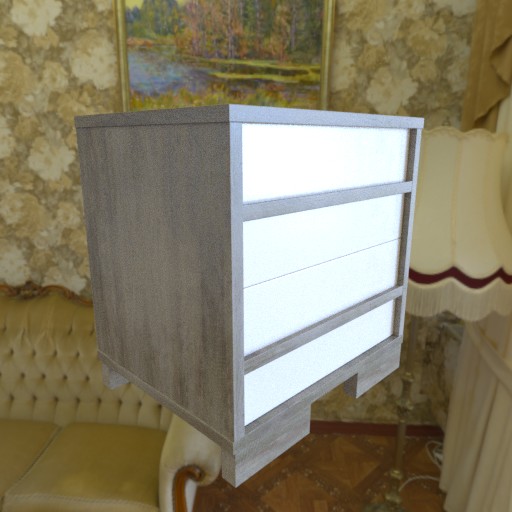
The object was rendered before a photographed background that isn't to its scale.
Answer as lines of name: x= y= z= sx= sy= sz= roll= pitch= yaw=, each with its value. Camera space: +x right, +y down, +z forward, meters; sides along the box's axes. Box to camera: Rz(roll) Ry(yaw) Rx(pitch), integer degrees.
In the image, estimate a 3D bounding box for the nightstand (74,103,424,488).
nightstand: x=0.000 y=0.000 z=0.747 sx=0.347 sy=0.448 sz=0.427 roll=14 pitch=20 yaw=43
